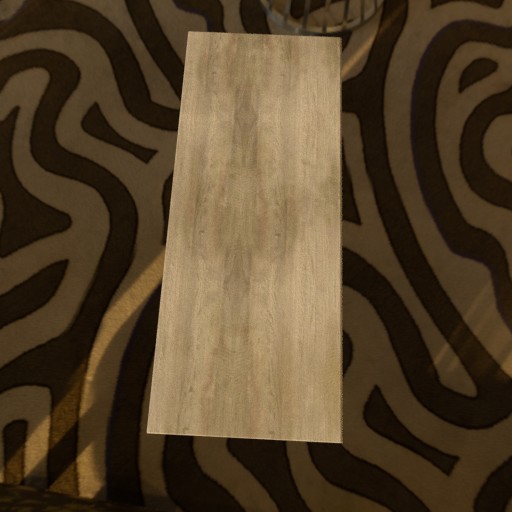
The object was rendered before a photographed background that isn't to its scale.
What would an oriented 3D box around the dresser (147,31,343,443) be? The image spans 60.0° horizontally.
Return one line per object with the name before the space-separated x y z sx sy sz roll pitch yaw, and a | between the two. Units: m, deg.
dresser | 0.000 0.000 1.434 0.404 0.816 0.994 3 75 1
